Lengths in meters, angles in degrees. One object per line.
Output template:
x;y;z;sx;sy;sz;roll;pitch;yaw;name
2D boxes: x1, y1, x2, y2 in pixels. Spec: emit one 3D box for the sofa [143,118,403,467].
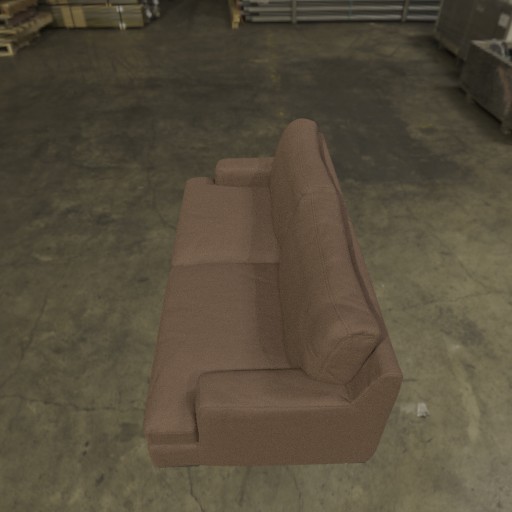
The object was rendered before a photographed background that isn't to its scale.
0.000;0.000;2.796;1.140;0.950;2.274;-1;40;-1;sofa
